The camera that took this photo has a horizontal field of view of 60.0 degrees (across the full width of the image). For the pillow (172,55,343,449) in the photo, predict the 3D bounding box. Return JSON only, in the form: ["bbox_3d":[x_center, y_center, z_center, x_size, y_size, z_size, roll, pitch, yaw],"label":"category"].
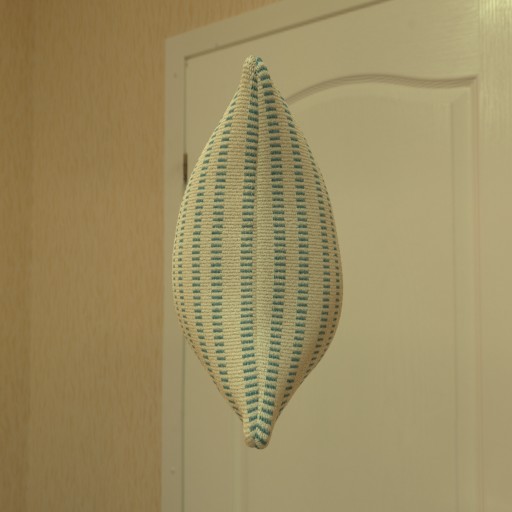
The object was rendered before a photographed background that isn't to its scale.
[{"bbox_3d":[0.000,0.000,0.680,0.247,0.419,0.438,0,-2,0],"label":"pillow"}]
